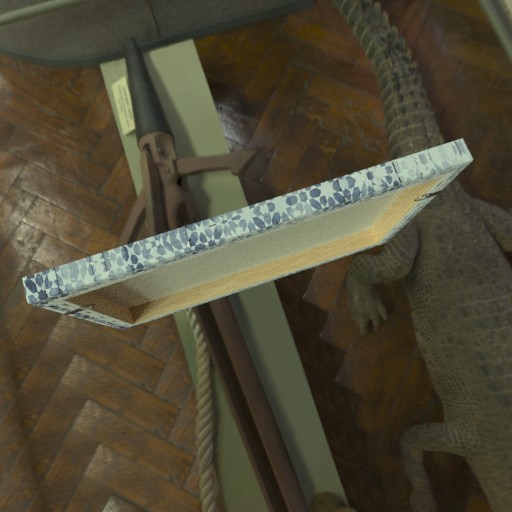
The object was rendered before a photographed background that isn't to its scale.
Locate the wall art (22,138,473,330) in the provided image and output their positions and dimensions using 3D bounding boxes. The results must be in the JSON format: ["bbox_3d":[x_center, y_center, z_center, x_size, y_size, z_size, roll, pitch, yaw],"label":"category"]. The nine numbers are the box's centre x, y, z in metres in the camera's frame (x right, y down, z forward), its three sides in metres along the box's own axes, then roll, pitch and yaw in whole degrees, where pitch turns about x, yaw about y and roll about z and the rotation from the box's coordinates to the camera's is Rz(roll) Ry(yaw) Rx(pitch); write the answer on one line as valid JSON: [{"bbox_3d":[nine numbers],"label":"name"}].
[{"bbox_3d":[0.000,0.000,1.155,0.911,0.608,0.057,-18,77,-4],"label":"wall art"}]
